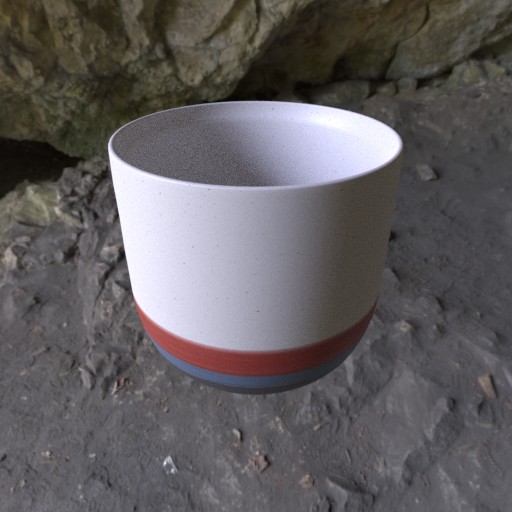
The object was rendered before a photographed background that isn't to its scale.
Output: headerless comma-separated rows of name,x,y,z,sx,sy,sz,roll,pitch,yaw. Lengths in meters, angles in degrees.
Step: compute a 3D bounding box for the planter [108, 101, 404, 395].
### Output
planter,0.000,0.000,0.484,0.268,0.270,0.268,0,31,0
